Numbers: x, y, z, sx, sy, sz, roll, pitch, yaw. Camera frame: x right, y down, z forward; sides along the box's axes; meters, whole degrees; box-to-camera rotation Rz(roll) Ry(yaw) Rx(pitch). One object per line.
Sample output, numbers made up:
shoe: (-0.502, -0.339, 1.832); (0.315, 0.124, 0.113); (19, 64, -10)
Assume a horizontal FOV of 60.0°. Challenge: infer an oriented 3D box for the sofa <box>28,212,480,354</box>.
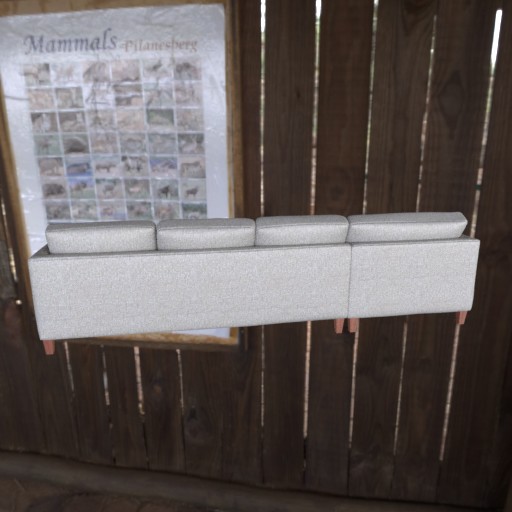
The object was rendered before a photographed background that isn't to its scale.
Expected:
sofa: (0.000, 0.000, 3.802); (3.201, 0.876, 1.502); (-2, 15, -9)
